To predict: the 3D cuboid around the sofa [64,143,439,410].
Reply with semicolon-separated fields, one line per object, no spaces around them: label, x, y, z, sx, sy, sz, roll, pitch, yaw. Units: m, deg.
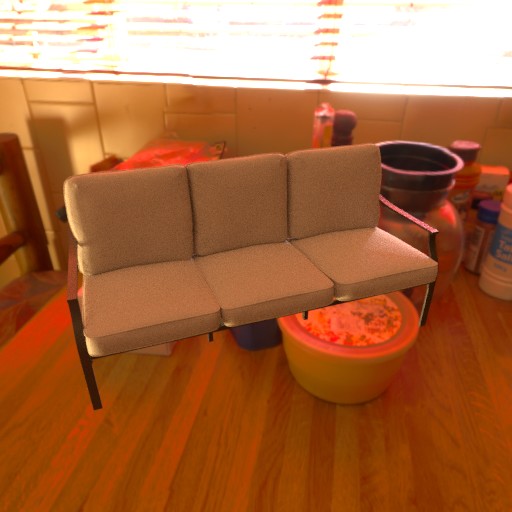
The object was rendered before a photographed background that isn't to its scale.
sofa;0.000;0.000;2.240;1.740;0.860;0.787;-10;32;-17
